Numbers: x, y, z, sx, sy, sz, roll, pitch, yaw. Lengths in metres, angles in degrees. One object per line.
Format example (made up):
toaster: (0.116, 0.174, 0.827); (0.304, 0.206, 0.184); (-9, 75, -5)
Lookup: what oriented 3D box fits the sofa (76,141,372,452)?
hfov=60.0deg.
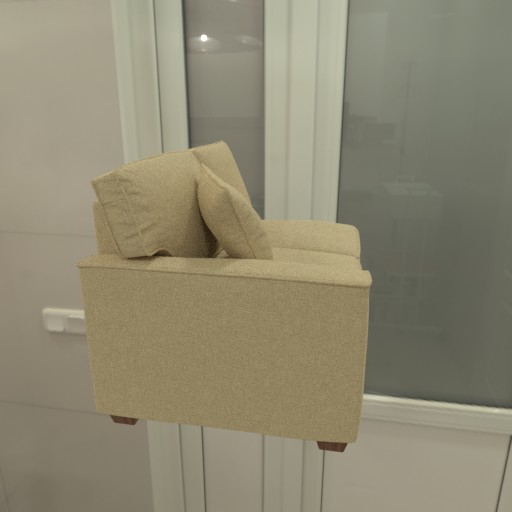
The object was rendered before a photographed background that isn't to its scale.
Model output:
sofa: (0.000, 0.000, 2.086); (0.991, 0.989, 1.388); (3, 17, 10)
